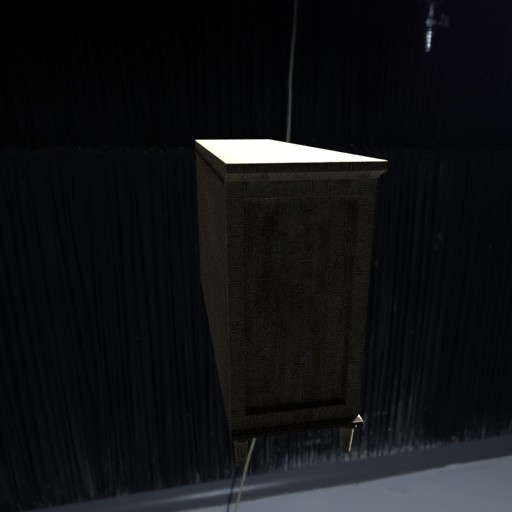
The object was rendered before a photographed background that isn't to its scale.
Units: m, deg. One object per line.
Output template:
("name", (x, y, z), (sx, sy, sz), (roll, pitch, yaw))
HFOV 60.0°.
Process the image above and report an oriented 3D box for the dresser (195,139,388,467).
("dresser", (0.000, 0.000, 2.119), (0.457, 1.016, 1.626), (-3, 17, -10))
